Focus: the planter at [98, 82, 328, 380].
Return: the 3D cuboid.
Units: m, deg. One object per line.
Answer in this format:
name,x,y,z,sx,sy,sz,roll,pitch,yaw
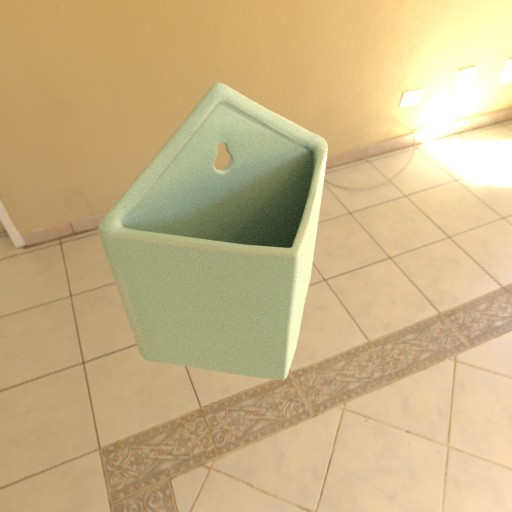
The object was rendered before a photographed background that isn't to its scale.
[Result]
planter,0.000,0.000,0.282,0.164,0.197,0.079,-25,51,-22
